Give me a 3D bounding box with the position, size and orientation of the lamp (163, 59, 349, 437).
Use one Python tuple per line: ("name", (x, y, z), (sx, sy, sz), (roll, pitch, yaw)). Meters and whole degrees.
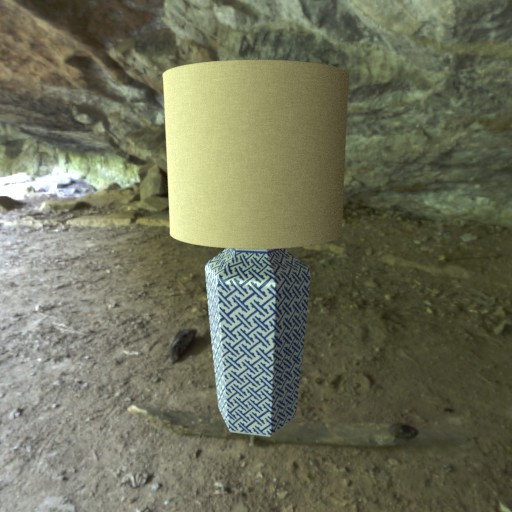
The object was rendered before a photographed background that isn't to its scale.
("lamp", (0.000, 0.000, 0.850), (0.320, 0.682, 0.320), (-13, 18, -43))
